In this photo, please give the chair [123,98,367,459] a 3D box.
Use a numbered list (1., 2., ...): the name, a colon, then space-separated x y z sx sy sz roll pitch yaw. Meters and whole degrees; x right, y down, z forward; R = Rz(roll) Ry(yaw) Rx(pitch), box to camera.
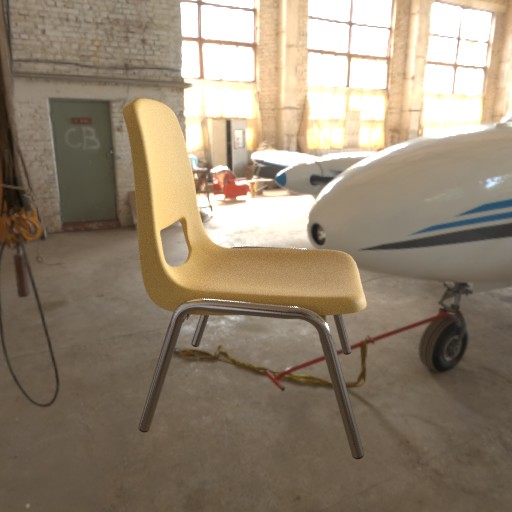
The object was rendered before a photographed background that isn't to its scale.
1. chair: 0.000 0.000 0.797 0.385 0.536 0.354 2 16 8
